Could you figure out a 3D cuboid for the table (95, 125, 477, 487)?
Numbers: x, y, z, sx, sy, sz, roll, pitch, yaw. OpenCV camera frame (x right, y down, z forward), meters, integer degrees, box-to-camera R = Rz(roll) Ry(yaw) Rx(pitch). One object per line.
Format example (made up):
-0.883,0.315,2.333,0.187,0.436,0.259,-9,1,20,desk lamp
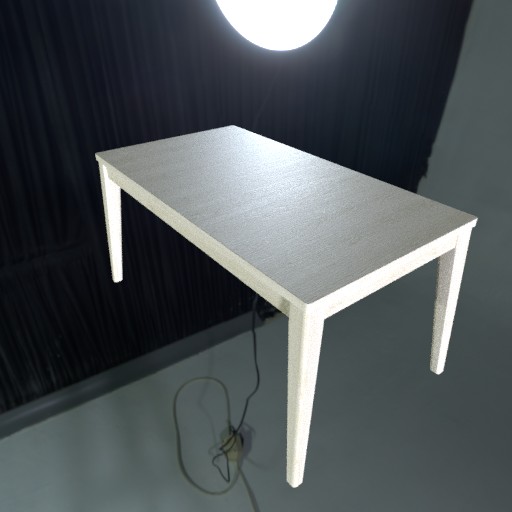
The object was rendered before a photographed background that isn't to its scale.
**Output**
0.000,0.000,2.095,0.900,0.760,1.600,-22,38,-31,table
